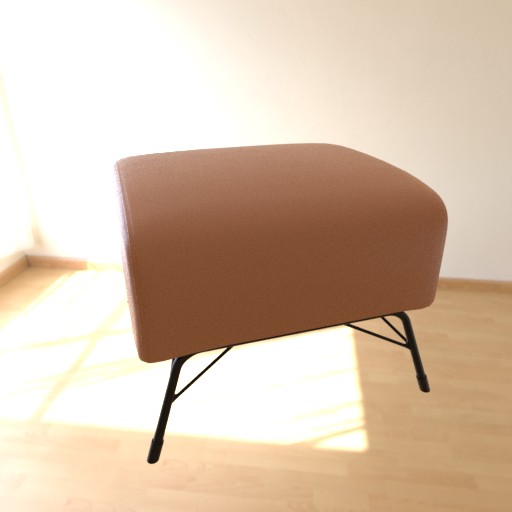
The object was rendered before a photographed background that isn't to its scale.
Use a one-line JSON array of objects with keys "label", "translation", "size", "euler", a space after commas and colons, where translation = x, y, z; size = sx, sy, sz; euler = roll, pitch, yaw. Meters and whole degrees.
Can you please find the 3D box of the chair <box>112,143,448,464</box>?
[{"label": "chair", "translation": [0.000, 0.000, 0.908], "size": [0.530, 0.410, 0.530], "euler": [-8, 26, -16]}]
